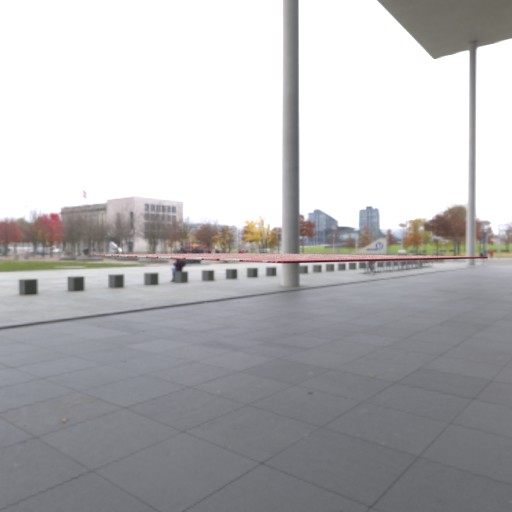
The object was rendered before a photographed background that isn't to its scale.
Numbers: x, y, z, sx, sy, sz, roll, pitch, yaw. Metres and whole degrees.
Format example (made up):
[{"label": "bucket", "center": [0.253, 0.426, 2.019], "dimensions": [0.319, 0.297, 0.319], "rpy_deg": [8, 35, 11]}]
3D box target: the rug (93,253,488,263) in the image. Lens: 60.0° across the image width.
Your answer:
[{"label": "rug", "center": [0.000, 0.000, 3.078], "dimensions": [1.535, 0.010, 2.431], "rpy_deg": [-1, 1, -36]}]
